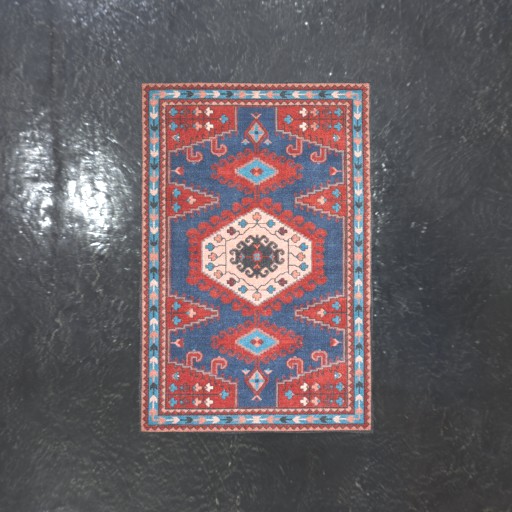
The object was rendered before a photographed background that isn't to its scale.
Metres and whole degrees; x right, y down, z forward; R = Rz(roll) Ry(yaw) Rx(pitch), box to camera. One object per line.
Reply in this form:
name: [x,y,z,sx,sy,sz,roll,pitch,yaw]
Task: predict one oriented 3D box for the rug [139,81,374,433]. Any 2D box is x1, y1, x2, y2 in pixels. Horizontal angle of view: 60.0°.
rug: [0.000,0.000,2.289,1.207,0.012,1.820,0,89,0]
